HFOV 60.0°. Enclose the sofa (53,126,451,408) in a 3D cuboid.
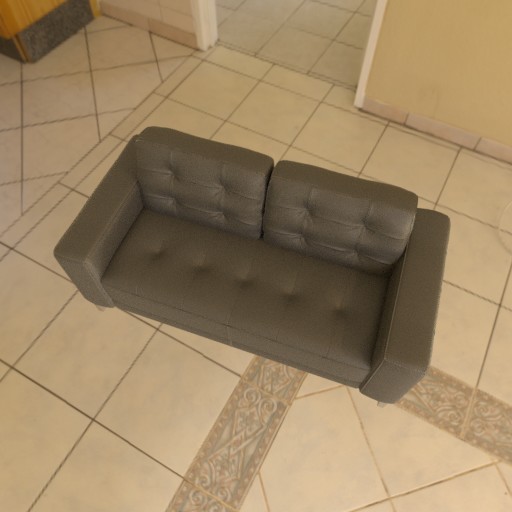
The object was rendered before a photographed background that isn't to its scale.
[{"bbox_3d":[0.000,0.000,2.217,1.726,0.892,0.833,17,60,10],"label":"sofa"}]
